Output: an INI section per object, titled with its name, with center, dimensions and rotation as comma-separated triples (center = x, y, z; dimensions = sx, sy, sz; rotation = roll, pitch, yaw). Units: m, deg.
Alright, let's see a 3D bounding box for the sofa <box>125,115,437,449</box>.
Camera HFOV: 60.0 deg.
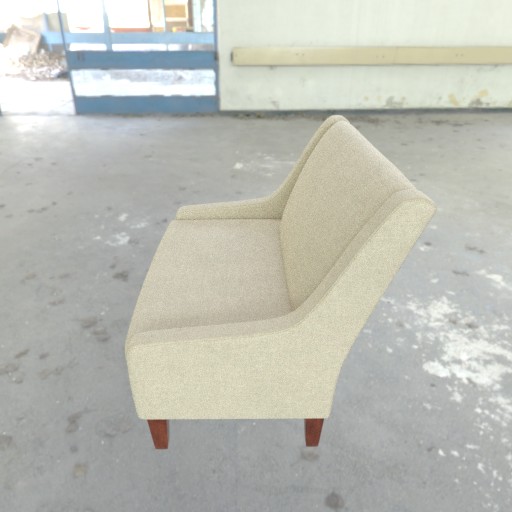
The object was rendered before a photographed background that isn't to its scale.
[sofa]
center = 0.000, 0.000, 1.909
dimensions = 0.946, 0.976, 1.212
rotation = -1, 28, -1
